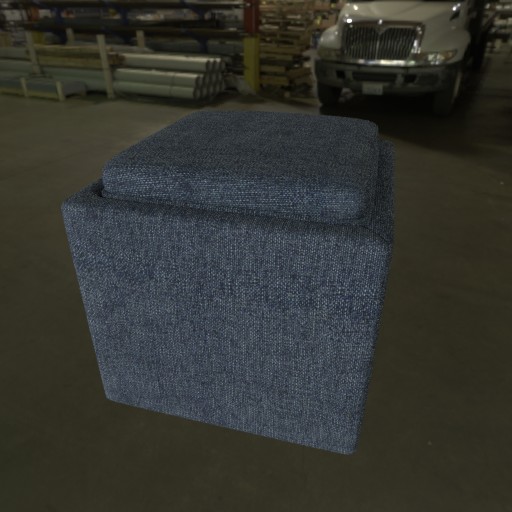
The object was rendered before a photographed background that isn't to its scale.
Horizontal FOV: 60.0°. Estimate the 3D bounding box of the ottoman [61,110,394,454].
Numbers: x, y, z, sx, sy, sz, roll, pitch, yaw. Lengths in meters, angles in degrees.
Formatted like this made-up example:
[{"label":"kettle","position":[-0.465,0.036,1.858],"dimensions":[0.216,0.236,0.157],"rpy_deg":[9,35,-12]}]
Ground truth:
[{"label":"ottoman","position":[0.000,0.000,0.827],"dimensions":[0.450,0.460,0.450],"rpy_deg":[8,31,13]}]
